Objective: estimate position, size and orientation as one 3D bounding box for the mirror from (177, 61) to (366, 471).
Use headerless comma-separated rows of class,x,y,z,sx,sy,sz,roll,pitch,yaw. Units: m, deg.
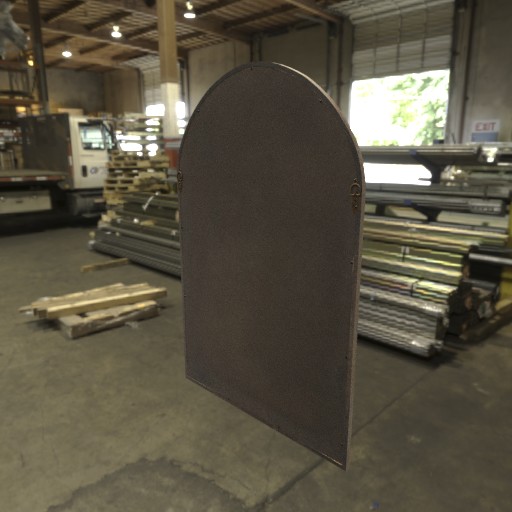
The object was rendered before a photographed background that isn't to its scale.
mirror,0.000,0.000,1.130,0.609,0.915,0.032,13,19,43
